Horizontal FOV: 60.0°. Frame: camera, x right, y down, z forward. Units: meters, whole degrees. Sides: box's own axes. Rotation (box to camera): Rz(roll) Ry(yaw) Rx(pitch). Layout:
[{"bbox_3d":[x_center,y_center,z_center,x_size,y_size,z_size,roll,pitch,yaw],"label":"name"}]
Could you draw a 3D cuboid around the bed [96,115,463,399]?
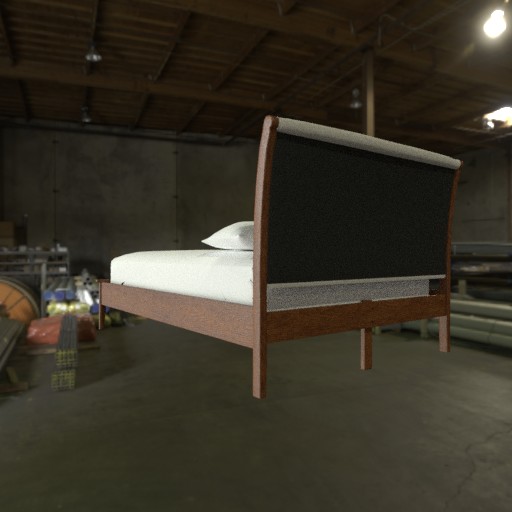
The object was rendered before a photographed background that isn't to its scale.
[{"bbox_3d":[0.000,0.000,3.283,1.612,1.250,2.380,0,0,-37],"label":"bed"}]
